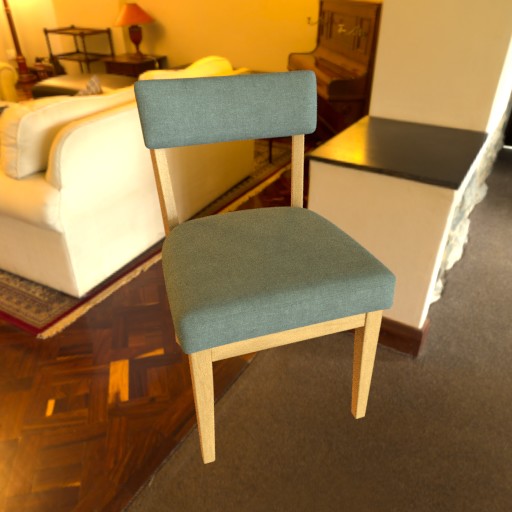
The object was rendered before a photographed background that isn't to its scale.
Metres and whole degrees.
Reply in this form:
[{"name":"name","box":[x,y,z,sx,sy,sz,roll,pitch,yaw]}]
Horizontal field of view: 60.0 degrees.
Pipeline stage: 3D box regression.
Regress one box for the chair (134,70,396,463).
[{"name":"chair","box":[0.000,0.000,1.179,0.508,0.832,0.572,-10,33,-15]}]
